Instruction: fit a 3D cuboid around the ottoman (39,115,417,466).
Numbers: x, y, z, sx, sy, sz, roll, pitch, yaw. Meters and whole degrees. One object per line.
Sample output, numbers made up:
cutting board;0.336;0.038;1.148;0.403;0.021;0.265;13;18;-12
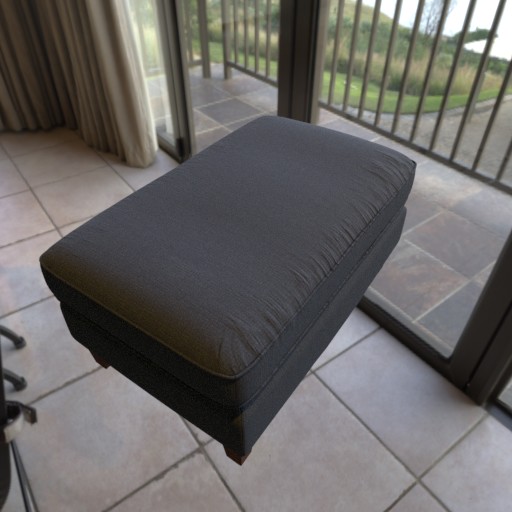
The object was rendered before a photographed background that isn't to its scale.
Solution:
ottoman;0.000;0.000;1.196;0.570;0.438;0.885;25;47;25
